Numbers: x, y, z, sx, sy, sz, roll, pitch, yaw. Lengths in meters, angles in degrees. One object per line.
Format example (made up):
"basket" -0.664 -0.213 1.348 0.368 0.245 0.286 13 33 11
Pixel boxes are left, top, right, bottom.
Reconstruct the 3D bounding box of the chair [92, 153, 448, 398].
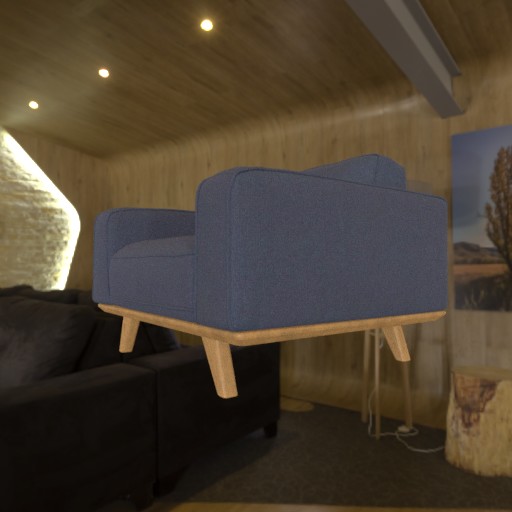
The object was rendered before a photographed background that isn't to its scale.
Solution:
"chair" 0.000 0.000 1.739 0.953 0.783 1.118 1 -2 -36
